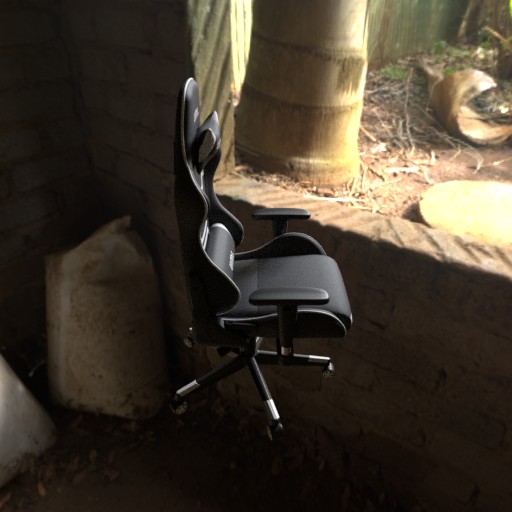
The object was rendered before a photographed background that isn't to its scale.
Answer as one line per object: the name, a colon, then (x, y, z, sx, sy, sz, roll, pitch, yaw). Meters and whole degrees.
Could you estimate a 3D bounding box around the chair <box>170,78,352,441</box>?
chair: (0.000, 0.000, 1.656, 0.700, 1.240, 0.700, 0, 31, 0)
